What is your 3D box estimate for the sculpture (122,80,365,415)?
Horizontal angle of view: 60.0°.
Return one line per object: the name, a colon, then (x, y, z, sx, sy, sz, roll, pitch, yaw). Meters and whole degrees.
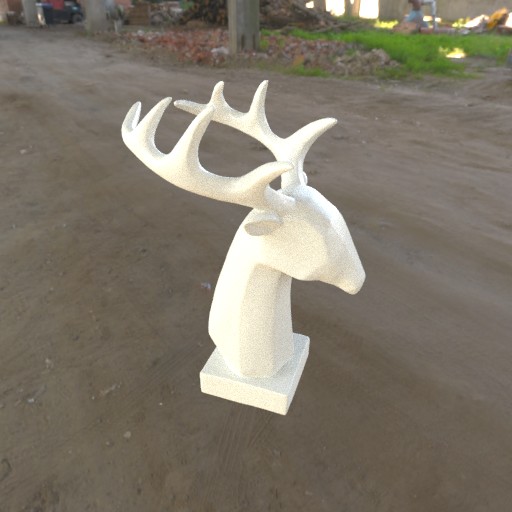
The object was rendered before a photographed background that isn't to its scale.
sculpture: (0.000, 0.000, 0.459, 0.224, 0.329, 0.174, 10, 31, 17)
